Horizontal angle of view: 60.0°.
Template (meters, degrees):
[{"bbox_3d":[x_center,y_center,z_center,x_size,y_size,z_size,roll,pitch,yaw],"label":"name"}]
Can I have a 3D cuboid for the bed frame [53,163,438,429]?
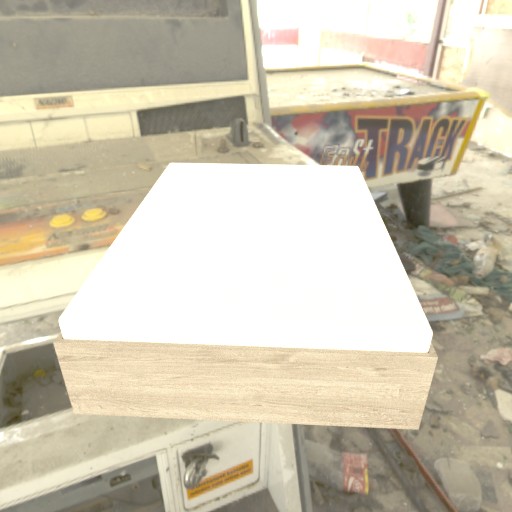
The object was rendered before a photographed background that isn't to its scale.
[{"bbox_3d":[0.000,0.000,2.579,1.448,0.490,1.944,2,30,3],"label":"bed frame"}]
